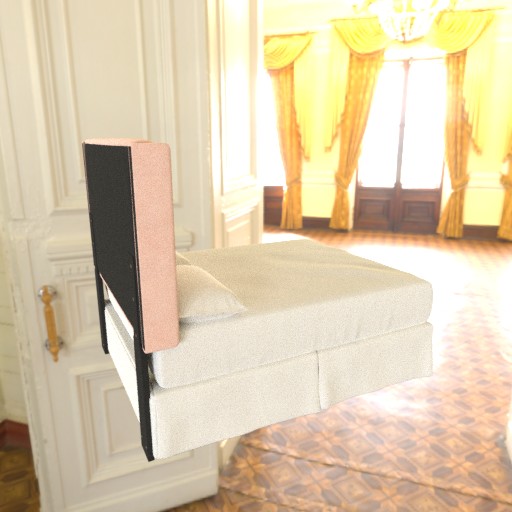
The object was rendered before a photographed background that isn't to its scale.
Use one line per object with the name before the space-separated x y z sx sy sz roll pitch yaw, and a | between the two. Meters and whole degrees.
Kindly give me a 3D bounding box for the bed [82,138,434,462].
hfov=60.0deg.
bed | 0.000 0.000 3.249 2.066 1.665 1.719 -8 17 -26
